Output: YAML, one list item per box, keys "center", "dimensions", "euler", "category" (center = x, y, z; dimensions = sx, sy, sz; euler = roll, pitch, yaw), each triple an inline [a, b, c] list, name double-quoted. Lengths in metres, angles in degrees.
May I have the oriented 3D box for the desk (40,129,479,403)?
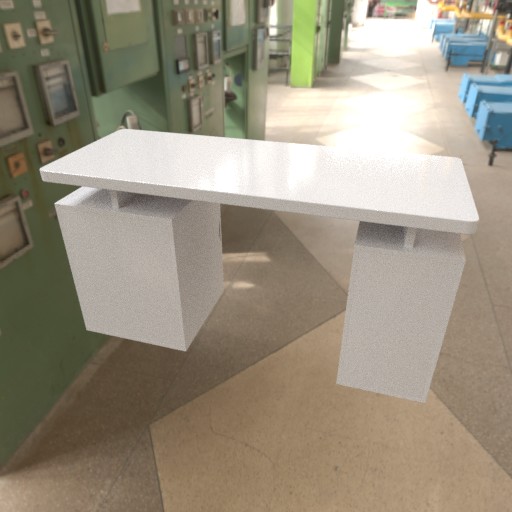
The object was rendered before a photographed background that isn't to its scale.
- center: [0.000, 0.000, 1.761]
  dimensions: [1.400, 0.762, 0.550]
  euler: [9, 32, 14]
  category: "desk"
